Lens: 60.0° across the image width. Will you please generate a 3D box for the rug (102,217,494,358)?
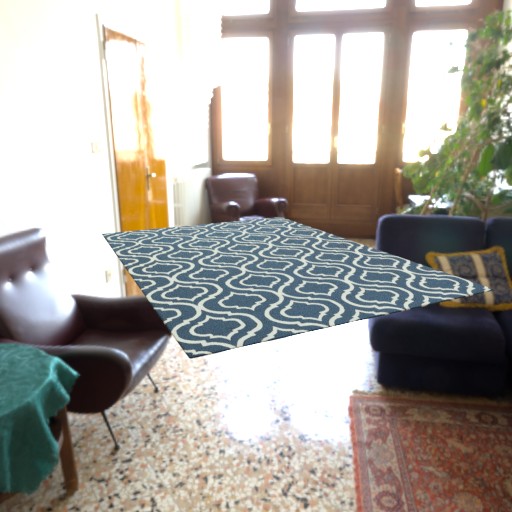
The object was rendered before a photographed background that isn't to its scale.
[{"bbox_3d":[0.000,0.000,4.333,2.438,0.010,3.353,-8,17,-25],"label":"rug"}]
